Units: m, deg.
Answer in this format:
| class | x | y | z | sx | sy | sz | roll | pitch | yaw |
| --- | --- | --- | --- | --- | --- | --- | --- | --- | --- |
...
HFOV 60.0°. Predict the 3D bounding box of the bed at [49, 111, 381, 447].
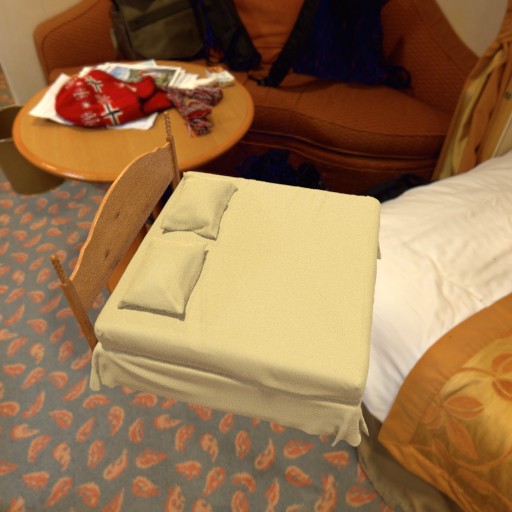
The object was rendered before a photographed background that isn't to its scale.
| class | x | y | z | sx | sy | sz | roll | pitch | yaw |
| --- | --- | --- | --- | --- | --- | --- | --- | --- | --- |
| bed | 0.000 | 0.000 | 3.687 | 2.219 | 1.355 | 2.322 | 10 | 47 | 10 |
